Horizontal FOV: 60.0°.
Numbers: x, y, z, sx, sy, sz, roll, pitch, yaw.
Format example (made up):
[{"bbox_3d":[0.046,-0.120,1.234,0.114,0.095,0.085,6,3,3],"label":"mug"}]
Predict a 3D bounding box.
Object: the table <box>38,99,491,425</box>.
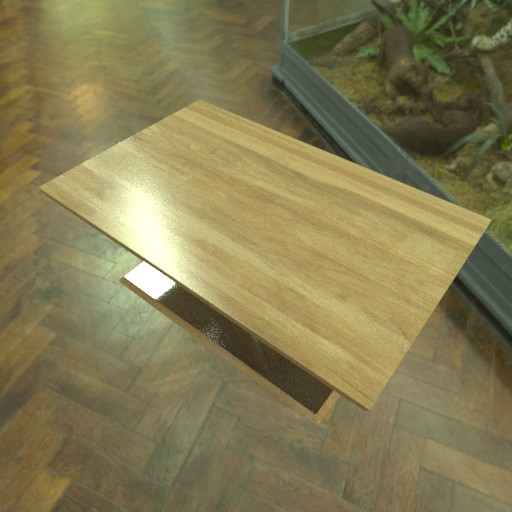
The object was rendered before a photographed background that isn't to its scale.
[{"bbox_3d":[0.000,0.000,1.422,1.100,0.441,0.692,30,53,25],"label":"table"}]
